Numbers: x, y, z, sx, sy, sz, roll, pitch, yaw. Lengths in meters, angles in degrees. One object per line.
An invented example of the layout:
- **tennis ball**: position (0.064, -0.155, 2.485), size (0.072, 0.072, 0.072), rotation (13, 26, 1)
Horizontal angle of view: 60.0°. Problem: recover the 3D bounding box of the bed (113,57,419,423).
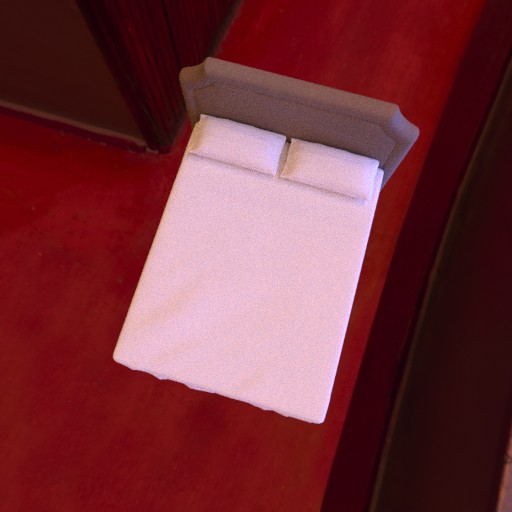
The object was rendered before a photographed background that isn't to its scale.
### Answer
- **bed**: position (0.000, 0.000, 3.215), size (1.693, 1.290, 2.116), rotation (16, 77, 4)
